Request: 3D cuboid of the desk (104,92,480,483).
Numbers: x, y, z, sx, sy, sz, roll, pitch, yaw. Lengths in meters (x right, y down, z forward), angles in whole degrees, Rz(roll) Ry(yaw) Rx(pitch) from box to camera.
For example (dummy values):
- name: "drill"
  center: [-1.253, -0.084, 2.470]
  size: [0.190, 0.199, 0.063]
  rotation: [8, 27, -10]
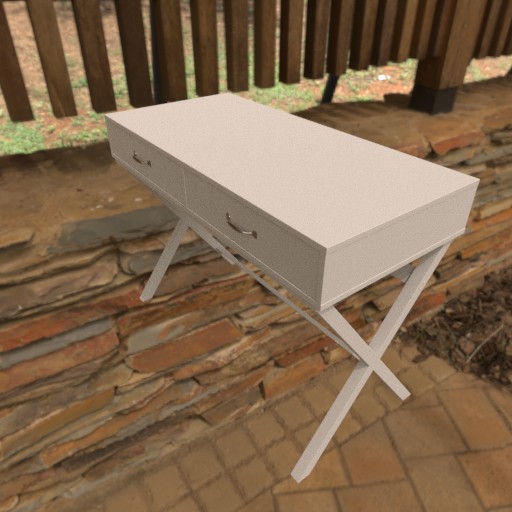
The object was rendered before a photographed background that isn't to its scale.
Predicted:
- name: "desk"
  center: [0.000, 0.000, 1.479]
  size: [0.525, 0.780, 1.057]
  rotation: [-23, 40, -30]
